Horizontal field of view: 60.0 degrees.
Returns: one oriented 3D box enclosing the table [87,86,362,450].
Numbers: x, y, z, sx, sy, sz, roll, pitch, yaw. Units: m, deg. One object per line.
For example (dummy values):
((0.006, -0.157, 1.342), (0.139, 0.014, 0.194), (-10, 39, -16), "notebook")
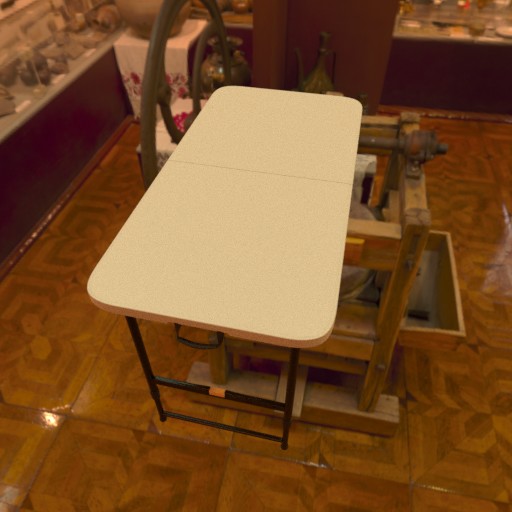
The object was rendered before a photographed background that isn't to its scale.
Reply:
((0.000, 0.000, 1.673), (0.611, 0.737, 1.245), (9, 45, 9), "table")
